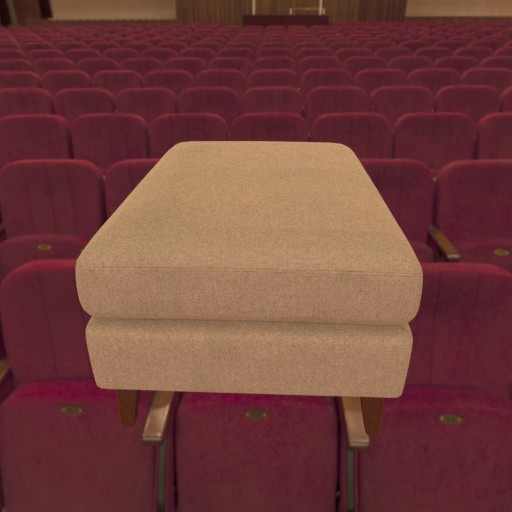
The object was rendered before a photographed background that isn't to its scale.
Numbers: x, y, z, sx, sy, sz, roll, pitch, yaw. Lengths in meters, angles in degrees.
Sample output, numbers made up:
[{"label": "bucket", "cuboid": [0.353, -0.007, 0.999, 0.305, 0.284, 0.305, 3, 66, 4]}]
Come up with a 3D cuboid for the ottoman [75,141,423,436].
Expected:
[{"label": "ottoman", "cuboid": [0.000, 0.000, 1.180, 0.610, 0.478, 0.823, 1, 27, 2]}]
